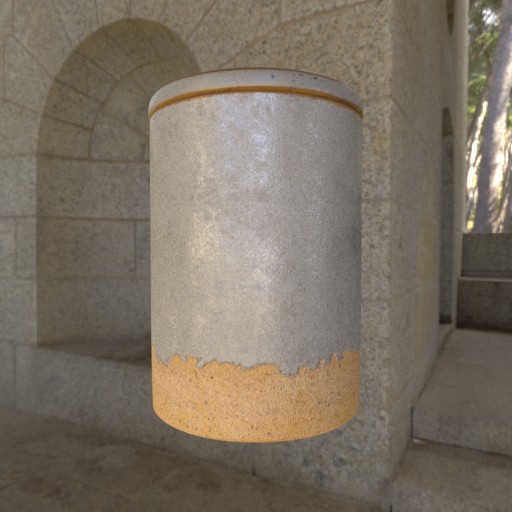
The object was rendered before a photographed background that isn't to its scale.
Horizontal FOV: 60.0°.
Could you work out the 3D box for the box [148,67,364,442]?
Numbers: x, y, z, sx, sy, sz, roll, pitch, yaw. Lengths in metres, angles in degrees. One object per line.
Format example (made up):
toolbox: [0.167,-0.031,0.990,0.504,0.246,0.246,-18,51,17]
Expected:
box: [0.000,0.000,0.251,0.118,0.168,0.118,0,1,0]
